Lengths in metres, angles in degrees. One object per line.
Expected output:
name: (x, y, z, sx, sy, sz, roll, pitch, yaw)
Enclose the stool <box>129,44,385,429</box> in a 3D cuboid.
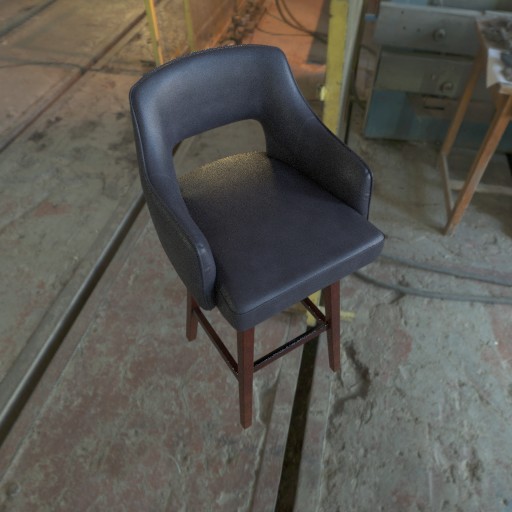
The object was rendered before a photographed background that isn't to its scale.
stool: (0.000, 0.000, 1.349, 0.550, 1.041, 0.560, -25, 52, -21)
